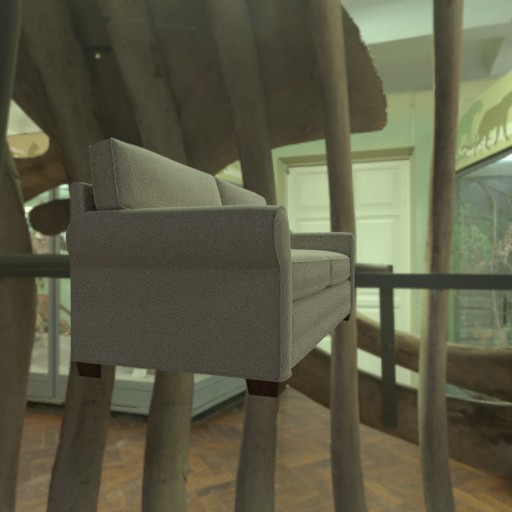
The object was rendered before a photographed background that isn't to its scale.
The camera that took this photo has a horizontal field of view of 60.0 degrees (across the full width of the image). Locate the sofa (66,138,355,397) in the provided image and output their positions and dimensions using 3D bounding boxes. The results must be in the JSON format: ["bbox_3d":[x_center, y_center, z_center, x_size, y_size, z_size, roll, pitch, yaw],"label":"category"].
[{"bbox_3d":[0.000,0.000,2.565,0.901,0.962,2.146,0,0,19],"label":"sofa"}]
